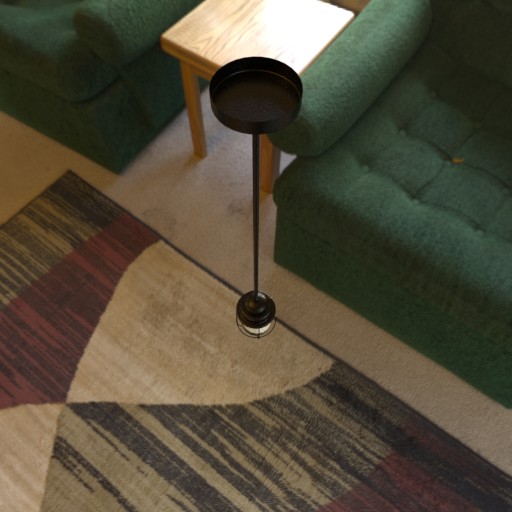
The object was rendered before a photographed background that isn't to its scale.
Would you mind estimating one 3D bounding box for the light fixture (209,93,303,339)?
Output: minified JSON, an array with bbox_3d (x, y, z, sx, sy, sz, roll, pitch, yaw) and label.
[{"bbox_3d":[0.000,0.000,0.984,0.123,0.920,0.123,16,63,9],"label":"light fixture"}]
